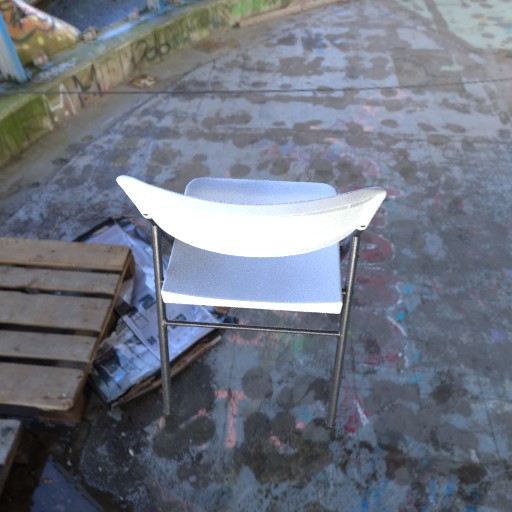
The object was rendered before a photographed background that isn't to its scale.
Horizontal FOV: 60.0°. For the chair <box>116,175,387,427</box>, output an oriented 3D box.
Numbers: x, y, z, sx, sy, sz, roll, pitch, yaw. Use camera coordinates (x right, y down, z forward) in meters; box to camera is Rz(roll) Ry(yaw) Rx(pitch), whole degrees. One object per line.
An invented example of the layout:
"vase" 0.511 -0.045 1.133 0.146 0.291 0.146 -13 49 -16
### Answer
"chair" 0.000 0.000 1.144 0.494 0.810 0.566 3 48 3
